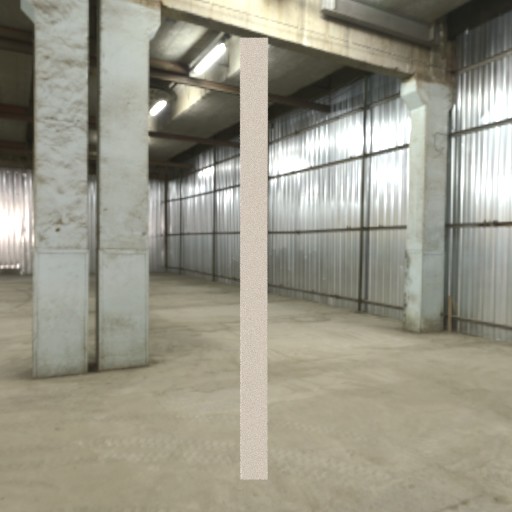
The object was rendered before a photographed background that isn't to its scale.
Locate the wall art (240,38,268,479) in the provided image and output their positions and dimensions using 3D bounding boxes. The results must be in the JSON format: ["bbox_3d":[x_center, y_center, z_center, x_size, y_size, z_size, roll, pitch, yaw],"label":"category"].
[{"bbox_3d":[0.000,0.000,0.916,0.038,0.610,0.610,0,1,0],"label":"wall art"}]
